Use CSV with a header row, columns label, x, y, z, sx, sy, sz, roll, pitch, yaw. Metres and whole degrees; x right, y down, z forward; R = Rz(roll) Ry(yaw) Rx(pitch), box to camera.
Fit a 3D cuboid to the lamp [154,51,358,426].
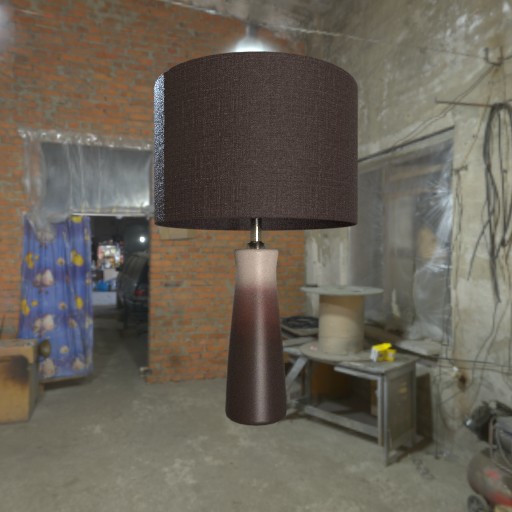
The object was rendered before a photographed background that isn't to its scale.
label,x,y,z,sx,sy,sz,roll,pitch,yaw
lamp,0.000,0.000,0.678,0.303,0.488,0.303,0,0,0
